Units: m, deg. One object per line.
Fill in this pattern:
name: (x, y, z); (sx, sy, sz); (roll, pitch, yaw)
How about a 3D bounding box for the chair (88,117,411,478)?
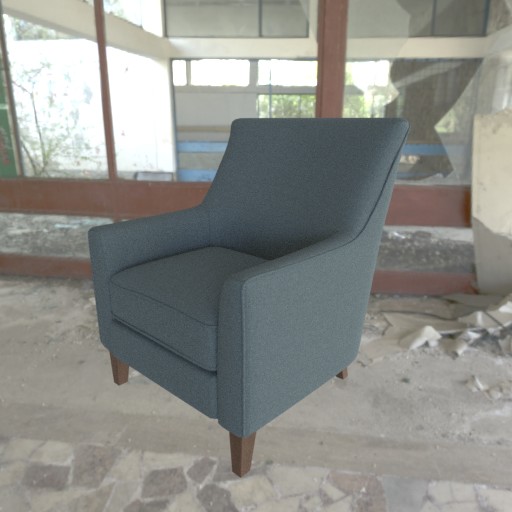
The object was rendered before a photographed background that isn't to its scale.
chair: (0.000, 0.000, 1.536); (0.756, 0.916, 0.879); (16, 23, 41)
